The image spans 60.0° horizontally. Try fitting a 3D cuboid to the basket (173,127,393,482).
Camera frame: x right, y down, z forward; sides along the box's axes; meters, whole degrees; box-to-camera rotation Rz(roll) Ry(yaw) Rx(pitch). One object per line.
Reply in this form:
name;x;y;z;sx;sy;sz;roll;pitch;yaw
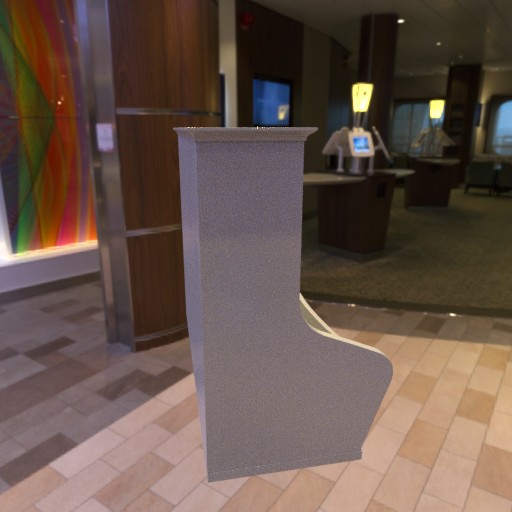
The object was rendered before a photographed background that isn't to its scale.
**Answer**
basket;0.000;0.000;1.080;0.350;0.600;0.780;-3;16;-11
